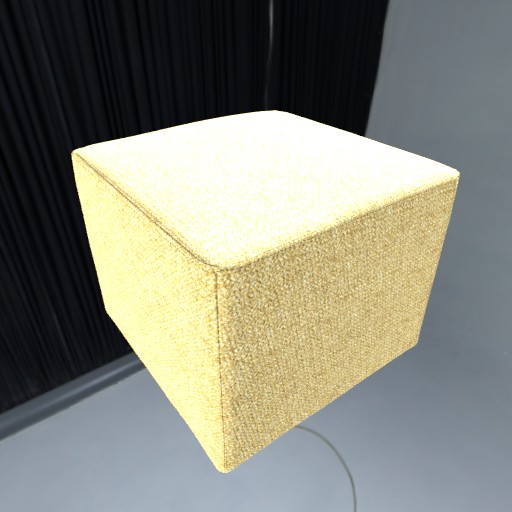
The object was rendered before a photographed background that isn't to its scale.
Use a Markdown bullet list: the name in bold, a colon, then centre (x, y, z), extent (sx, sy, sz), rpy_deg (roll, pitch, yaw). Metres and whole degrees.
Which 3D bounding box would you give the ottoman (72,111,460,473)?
- **ottoman**: centre (0.000, 0.000, 0.881), extent (0.505, 0.441, 0.512), rpy_deg (-22, 38, -30)
